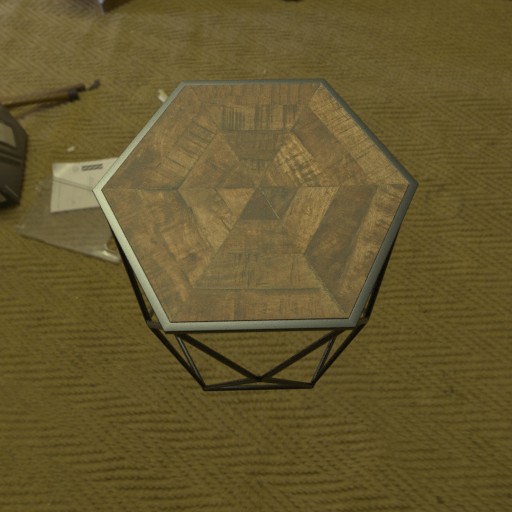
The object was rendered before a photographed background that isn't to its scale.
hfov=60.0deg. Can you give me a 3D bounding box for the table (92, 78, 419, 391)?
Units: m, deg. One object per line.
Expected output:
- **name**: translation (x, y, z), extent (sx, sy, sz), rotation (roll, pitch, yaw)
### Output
- **table**: translation (0.000, 0.000, 1.036), extent (0.578, 0.564, 0.579), rotation (-1, 64, -1)
